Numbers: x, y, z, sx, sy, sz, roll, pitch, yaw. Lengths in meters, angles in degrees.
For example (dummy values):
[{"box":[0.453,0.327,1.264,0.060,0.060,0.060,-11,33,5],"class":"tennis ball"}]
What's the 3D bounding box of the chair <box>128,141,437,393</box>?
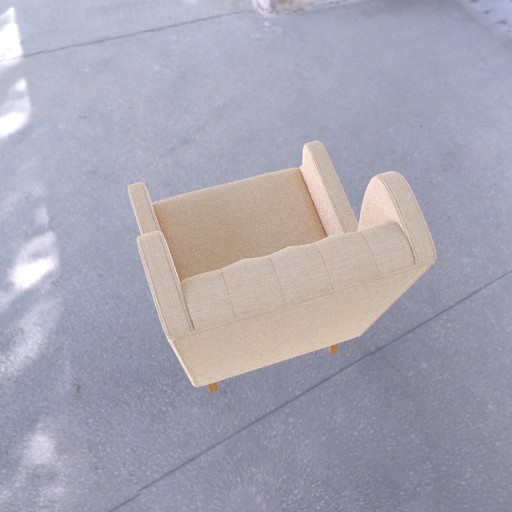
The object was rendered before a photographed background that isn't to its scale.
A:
[{"box":[0.000,0.000,1.490,0.710,0.930,0.760,-15,60,-9],"class":"chair"}]
